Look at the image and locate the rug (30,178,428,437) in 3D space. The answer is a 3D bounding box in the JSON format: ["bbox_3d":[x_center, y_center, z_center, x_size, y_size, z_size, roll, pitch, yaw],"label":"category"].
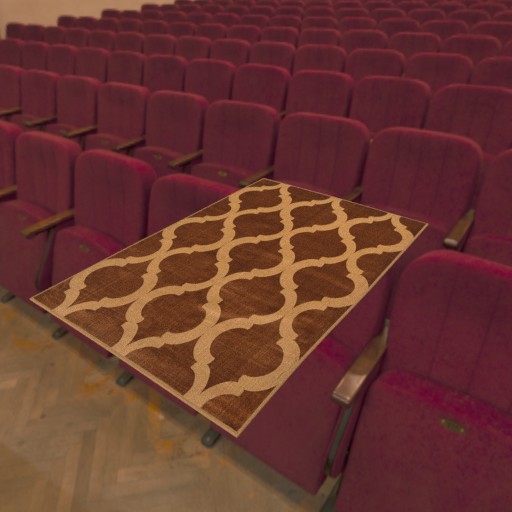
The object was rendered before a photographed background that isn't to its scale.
[{"bbox_3d":[0.000,0.000,2.918,1.526,0.014,2.290,21,37,31],"label":"rug"}]
